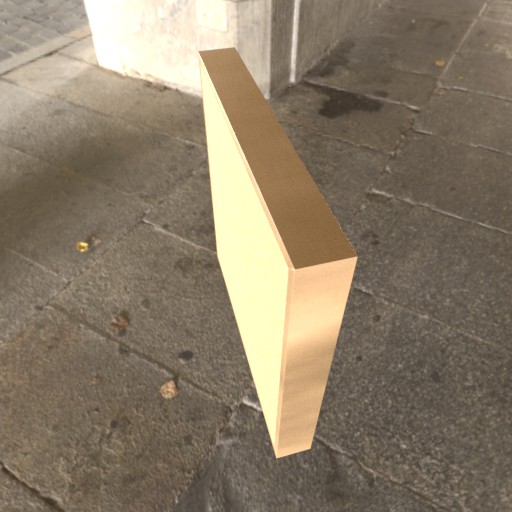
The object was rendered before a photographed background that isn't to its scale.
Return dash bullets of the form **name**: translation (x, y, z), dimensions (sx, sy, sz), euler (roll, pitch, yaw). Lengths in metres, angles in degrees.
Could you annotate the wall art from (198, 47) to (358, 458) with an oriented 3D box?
- **wall art**: translation (0.000, 0.000, 0.462), dimensions (0.038, 0.303, 0.305), euler (-11, 48, -10)
